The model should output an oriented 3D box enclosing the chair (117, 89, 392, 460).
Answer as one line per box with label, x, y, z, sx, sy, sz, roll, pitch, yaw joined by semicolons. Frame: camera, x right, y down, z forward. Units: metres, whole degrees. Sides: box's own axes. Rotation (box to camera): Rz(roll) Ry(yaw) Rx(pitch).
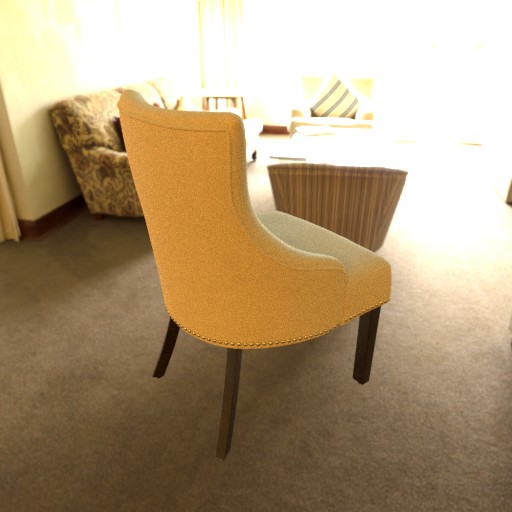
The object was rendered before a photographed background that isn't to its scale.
chair;0.000;0.000;1.297;0.629;0.909;0.566;-19;33;-33
